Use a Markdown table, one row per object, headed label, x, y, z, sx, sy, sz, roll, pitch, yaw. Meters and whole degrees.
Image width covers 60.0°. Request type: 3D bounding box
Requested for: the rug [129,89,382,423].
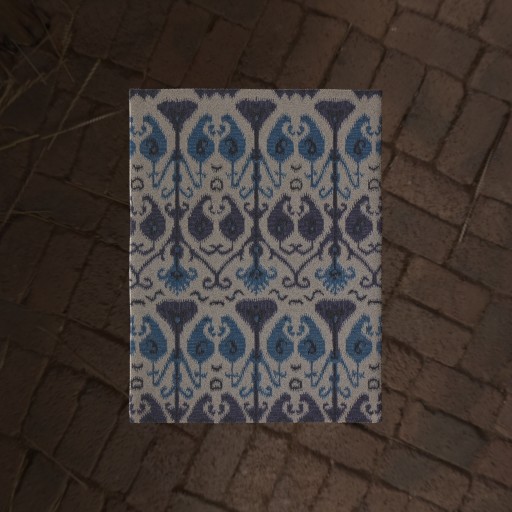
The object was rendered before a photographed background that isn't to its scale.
| label | x | y | z | sx | sy | sz | roll | pitch | yaw |
| --- | --- | --- | --- | --- | --- | --- | --- | --- | --- |
| rug | 0.000 | 0.000 | 4.281 | 2.443 | 0.024 | 3.228 | 0 | 90 | 0 |
